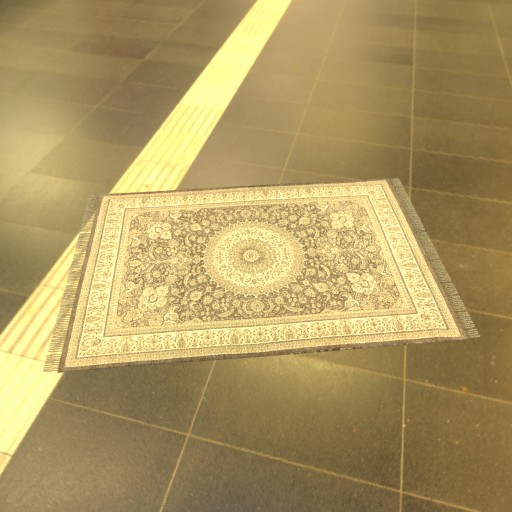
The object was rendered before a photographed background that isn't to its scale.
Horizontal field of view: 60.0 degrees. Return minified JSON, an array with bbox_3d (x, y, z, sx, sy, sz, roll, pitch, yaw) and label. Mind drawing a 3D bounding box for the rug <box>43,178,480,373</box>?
[{"bbox_3d":[0.000,0.000,4.166,3.422,0.015,2.143,-4,47,-4],"label":"rug"}]
